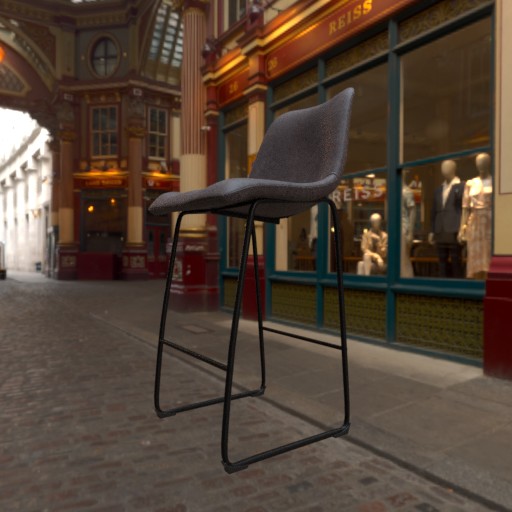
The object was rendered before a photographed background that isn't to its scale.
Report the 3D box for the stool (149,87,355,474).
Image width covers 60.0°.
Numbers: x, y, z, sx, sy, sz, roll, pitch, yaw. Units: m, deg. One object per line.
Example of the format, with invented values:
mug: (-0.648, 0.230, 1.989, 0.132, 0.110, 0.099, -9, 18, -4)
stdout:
stool: (0.000, 0.000, 1.426, 0.561, 1.082, 0.514, -1, 1, -35)
